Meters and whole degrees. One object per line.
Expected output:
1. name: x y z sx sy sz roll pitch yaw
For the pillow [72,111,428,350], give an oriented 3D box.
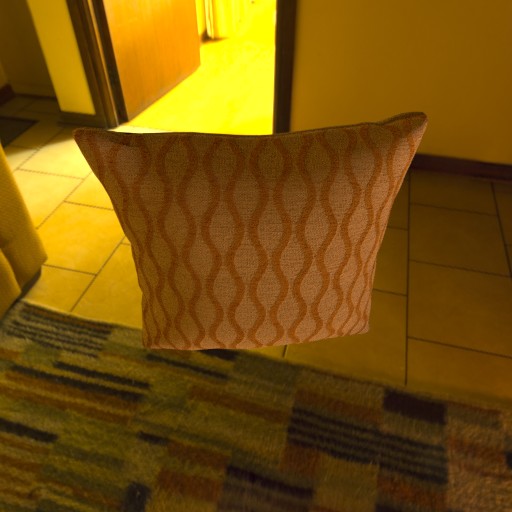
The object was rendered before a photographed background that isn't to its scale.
1. pillow: 0.000 0.000 0.672 0.429 0.436 0.159 -4 44 -4
